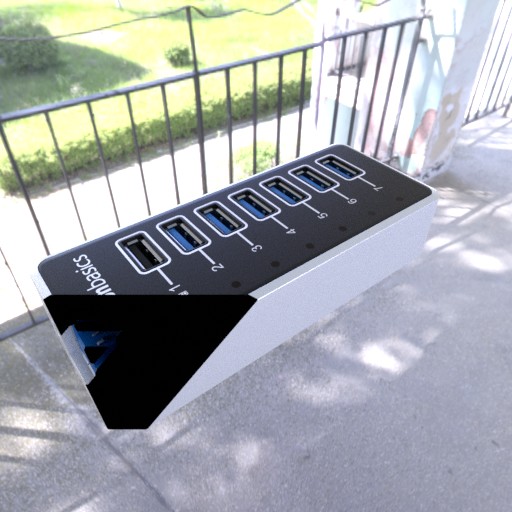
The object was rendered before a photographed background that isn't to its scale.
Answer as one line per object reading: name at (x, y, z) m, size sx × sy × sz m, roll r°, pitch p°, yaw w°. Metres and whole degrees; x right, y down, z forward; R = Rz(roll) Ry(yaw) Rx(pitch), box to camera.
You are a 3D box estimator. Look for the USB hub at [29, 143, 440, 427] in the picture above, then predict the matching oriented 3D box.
USB hub at (0.000, 0.000, 0.128) m, size 0.110 × 0.023 × 0.044 m, roll -27°, pitch 47°, yaw -27°
